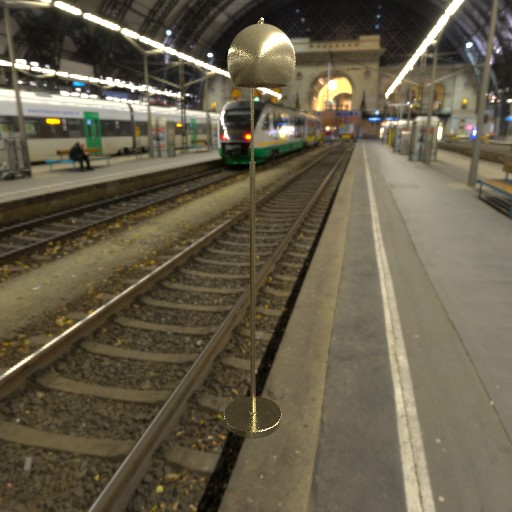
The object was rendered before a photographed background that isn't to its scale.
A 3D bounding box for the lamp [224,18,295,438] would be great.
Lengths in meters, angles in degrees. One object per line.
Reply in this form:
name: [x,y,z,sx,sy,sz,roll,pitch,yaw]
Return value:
lamp: [0.000,0.000,1.627,0.250,1.526,0.431,-2,16,-8]
